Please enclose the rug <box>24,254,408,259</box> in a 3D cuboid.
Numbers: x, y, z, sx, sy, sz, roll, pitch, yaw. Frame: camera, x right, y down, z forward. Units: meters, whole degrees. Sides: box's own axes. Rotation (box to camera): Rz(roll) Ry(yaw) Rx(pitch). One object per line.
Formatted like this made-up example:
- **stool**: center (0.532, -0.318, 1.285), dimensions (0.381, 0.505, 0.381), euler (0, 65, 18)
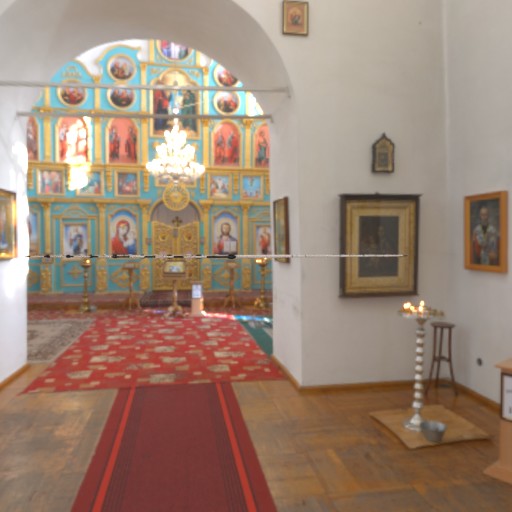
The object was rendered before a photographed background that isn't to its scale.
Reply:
- **rug**: center (0.000, 0.000, 3.346), dimensions (1.524, 0.021, 2.755), euler (0, 0, 35)
